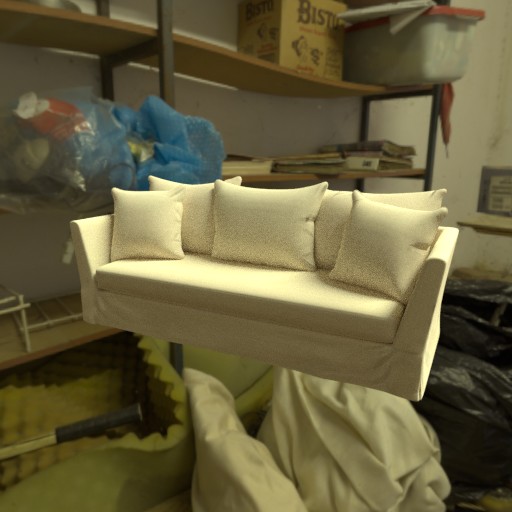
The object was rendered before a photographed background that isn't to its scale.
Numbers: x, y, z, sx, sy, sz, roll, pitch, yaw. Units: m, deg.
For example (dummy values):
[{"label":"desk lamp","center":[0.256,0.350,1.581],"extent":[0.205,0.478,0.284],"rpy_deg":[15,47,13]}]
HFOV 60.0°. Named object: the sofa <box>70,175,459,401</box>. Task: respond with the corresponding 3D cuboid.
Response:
[{"label":"sofa","center":[0.000,0.000,3.076],"extent":[2.484,1.042,1.030],"rpy_deg":[7,15,26]}]
